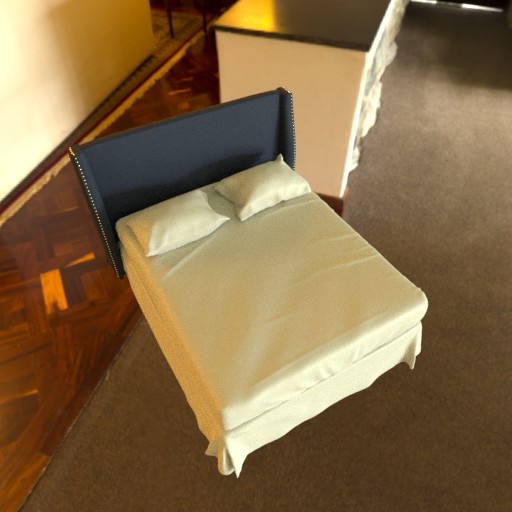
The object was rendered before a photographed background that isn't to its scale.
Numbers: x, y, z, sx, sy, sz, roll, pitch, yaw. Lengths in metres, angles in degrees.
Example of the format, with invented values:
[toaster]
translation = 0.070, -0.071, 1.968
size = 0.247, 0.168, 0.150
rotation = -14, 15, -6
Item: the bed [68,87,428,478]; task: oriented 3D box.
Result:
[bed]
translation = 0.000, 0.000, 3.385
size = 1.925, 1.332, 2.276
rotation = -23, 51, -20
